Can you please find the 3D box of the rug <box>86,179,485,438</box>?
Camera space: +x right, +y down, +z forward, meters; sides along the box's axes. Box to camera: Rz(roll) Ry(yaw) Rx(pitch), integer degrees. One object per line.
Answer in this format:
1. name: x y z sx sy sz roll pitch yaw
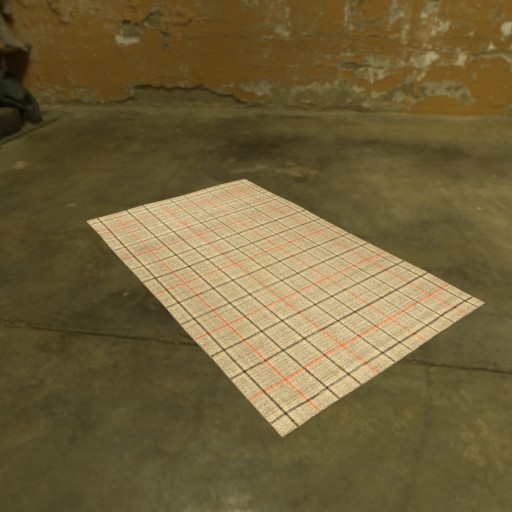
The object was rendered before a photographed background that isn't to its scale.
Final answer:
1. rug: 0.000 0.000 3.032 1.524 0.015 2.439 -21 37 -30
